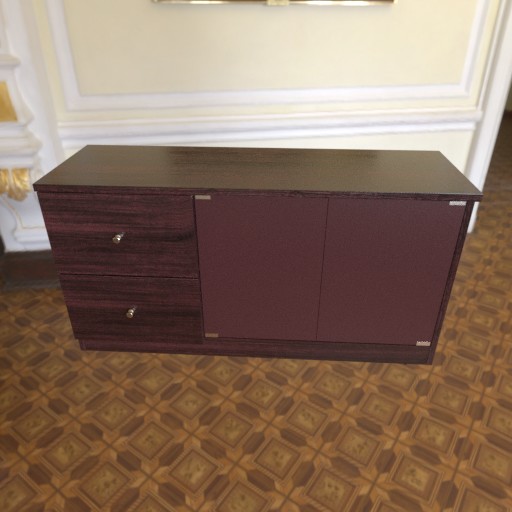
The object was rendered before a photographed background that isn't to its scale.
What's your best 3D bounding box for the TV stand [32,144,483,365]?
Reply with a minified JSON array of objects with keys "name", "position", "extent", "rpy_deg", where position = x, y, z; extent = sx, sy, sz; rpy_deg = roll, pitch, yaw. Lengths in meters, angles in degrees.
[{"name":"TV stand","position":[0.000,0.000,1.478],"extent":[1.192,0.614,0.404],"rpy_deg":[2,30,3]}]
